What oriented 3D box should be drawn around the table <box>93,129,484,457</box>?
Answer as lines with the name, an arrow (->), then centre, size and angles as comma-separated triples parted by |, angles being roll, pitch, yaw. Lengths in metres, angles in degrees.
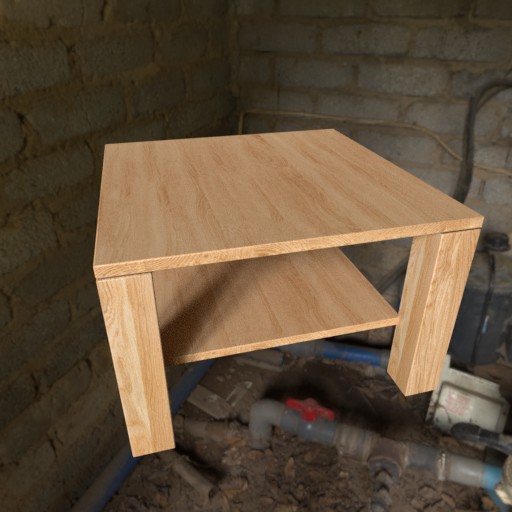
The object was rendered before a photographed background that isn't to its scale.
table -> 0.000, 0.000, 1.155 | 0.700, 0.450, 0.700 | -8, 30, -13
